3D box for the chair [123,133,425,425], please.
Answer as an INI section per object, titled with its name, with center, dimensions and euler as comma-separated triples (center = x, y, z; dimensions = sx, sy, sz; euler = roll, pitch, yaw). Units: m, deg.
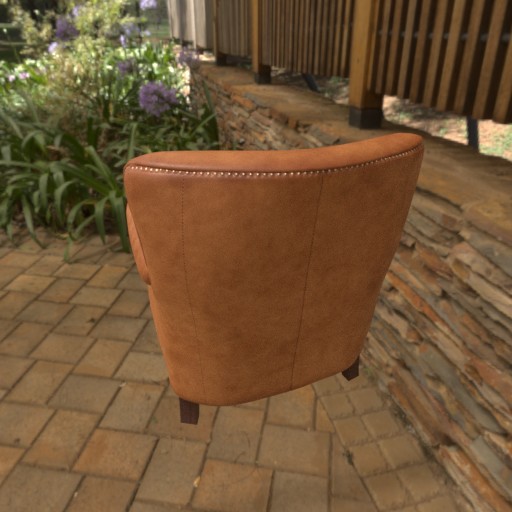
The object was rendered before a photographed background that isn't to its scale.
[chair]
center = 0.000, 0.000, 1.593
dimensions = 0.861, 0.936, 0.921
euler = -9, 28, -18
